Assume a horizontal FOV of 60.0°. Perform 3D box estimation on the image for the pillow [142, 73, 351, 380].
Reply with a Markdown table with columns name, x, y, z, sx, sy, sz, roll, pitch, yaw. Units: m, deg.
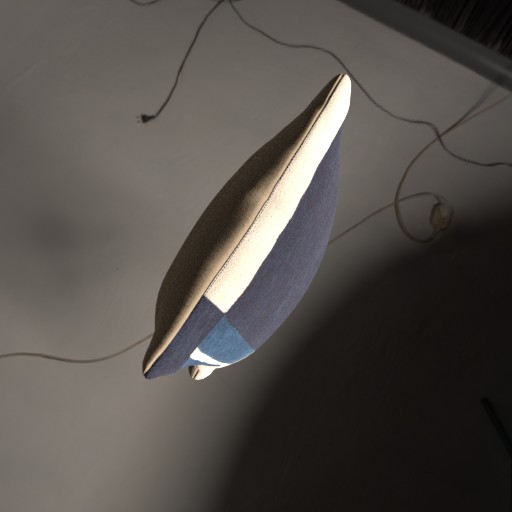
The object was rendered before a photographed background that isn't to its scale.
| name | x | y | z | sx | sy | sz | roll | pitch | yaw |
| --- | --- | --- | --- | --- | --- | --- | --- | --- | --- |
| pillow | 0.000 | 0.000 | 0.836 | 0.229 | 0.506 | 0.536 | 31 | 78 | 8 |
